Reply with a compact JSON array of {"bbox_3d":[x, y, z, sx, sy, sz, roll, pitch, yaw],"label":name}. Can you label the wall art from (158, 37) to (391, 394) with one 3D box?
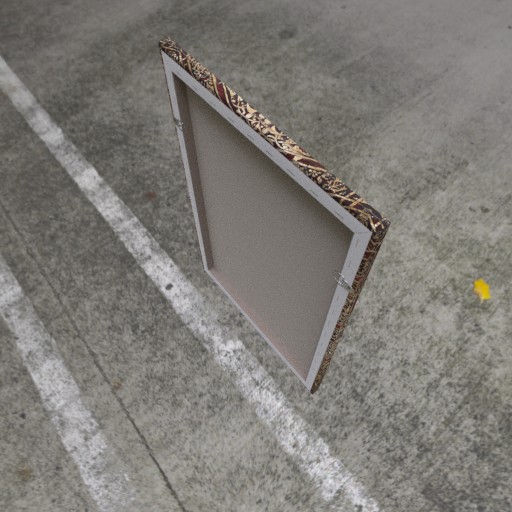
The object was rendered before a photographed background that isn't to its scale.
[{"bbox_3d":[0.000,0.000,1.157,0.030,0.904,0.599,-34,64,-19],"label":"wall art"}]
